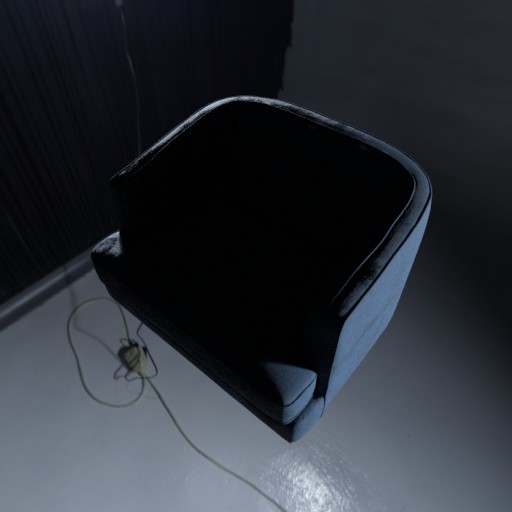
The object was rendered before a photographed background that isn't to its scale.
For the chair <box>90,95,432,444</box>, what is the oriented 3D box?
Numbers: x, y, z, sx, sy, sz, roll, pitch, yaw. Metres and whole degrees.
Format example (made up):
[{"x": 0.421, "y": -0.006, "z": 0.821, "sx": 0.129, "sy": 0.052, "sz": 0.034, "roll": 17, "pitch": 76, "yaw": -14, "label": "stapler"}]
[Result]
[{"x": 0.000, "y": 0.000, "z": 1.813, "sx": 1.094, "sy": 0.852, "sz": 0.940, "roll": 32, "pitch": 54, "yaw": 26, "label": "chair"}]
